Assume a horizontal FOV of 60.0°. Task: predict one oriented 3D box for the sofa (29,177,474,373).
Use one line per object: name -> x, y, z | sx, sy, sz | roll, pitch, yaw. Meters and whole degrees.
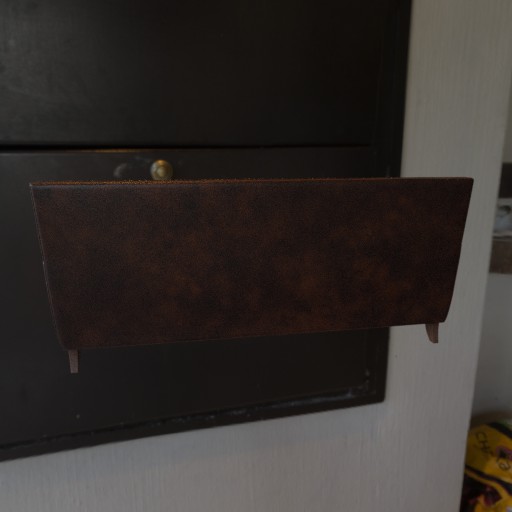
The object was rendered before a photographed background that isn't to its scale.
sofa -> 0.000, 0.000, 2.417 | 1.995, 0.871, 0.786 | -2, 13, -10
